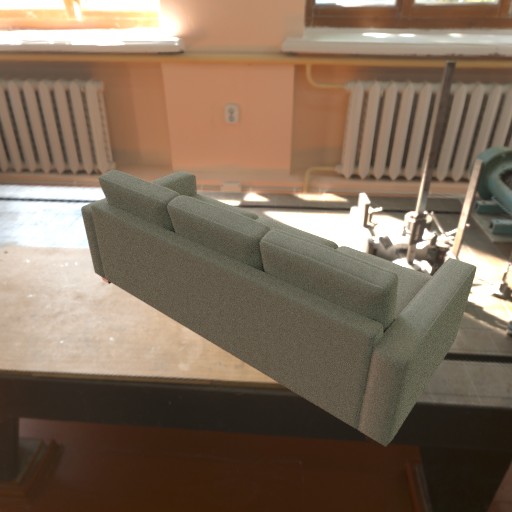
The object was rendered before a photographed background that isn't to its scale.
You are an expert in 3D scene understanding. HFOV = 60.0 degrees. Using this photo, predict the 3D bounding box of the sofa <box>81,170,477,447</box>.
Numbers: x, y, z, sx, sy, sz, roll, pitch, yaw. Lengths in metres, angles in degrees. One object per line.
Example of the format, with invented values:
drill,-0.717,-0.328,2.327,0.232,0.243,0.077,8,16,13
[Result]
sofa,0.000,0.000,2.579,2.160,0.800,0.900,23,38,33
